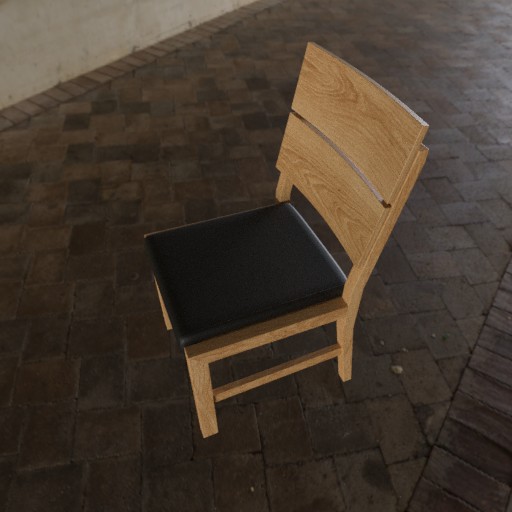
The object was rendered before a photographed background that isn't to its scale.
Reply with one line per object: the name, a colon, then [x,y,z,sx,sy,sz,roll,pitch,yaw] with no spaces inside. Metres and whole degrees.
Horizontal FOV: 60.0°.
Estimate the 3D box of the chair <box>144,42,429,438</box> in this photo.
chair: [0.000,0.000,1.269,0.569,0.950,0.475,-16,47,-16]
